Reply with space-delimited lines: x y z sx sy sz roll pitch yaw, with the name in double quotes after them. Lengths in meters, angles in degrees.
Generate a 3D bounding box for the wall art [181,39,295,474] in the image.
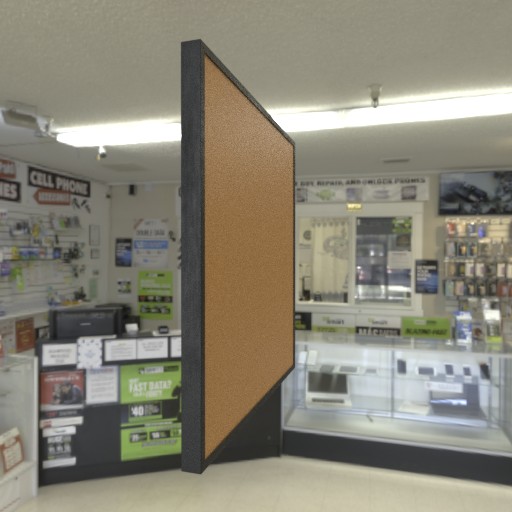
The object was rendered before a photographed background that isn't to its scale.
0.000 0.000 1.144 0.039 0.763 0.763 0 0 18 "wall art"
